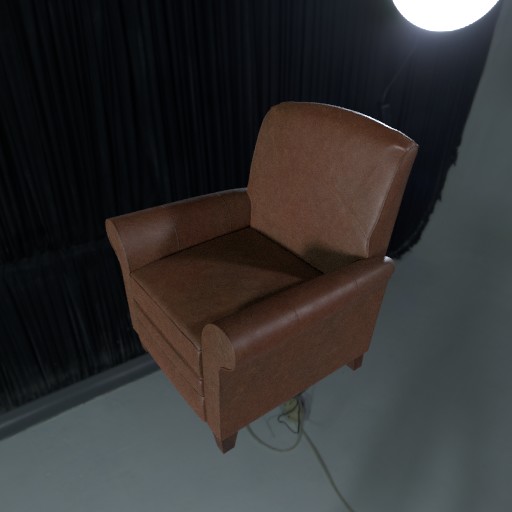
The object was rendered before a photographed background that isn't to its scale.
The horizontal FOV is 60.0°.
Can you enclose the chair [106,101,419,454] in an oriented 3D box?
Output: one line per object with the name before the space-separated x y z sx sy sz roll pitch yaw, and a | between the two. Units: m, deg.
chair | 0.000 0.000 1.802 0.902 1.061 0.978 -21 37 -31
